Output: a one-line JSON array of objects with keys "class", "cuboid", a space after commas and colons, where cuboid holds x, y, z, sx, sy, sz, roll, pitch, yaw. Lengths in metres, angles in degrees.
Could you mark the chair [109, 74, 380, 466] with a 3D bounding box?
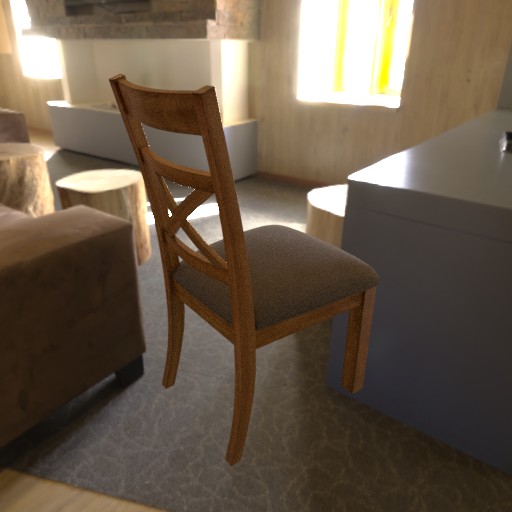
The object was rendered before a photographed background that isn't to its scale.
[{"class": "chair", "cuboid": [0.000, 0.000, 1.246, 0.581, 0.949, 0.470, -19, 32, -34]}]
